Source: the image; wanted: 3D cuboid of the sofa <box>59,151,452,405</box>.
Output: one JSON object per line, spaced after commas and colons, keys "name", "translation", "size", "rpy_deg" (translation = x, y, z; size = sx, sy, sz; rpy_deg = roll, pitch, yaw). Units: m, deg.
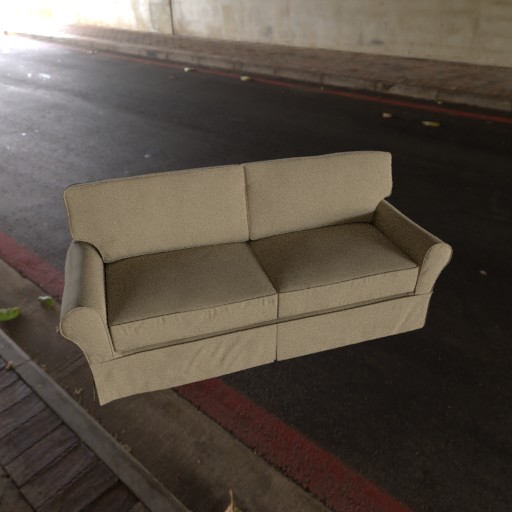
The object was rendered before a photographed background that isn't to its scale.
{"name": "sofa", "translation": [0.000, 0.000, 2.769], "size": [2.246, 1.014, 0.900], "rpy_deg": [-9, 33, -15]}
